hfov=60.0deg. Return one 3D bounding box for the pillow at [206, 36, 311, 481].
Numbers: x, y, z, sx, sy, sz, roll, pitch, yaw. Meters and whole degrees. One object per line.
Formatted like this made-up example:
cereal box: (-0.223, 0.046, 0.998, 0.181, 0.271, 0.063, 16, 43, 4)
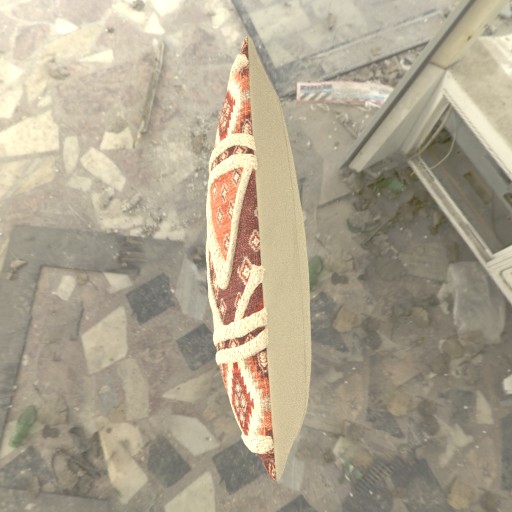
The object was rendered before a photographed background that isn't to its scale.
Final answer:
pillow: (0.000, 0.000, 0.715, 0.161, 0.295, 0.608, -3, 75, -1)
